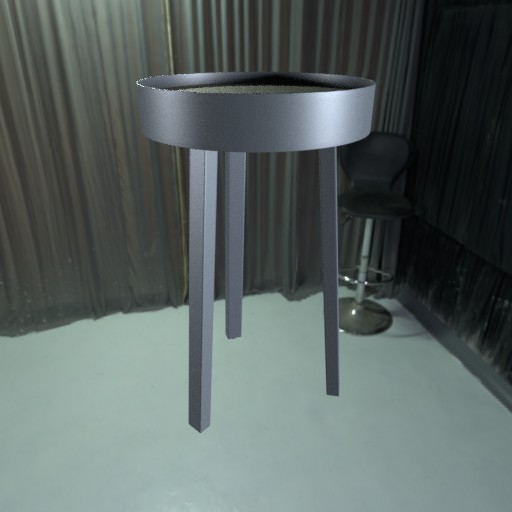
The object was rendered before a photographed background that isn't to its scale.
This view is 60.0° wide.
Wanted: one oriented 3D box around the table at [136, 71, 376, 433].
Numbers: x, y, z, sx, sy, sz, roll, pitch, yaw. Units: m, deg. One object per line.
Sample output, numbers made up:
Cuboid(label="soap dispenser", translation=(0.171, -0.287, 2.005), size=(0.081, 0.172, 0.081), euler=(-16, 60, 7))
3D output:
Cuboid(label="table", translation=(0.000, 0.000, 0.926), size=(0.406, 0.686, 0.406), euler=(-8, 28, -16))
